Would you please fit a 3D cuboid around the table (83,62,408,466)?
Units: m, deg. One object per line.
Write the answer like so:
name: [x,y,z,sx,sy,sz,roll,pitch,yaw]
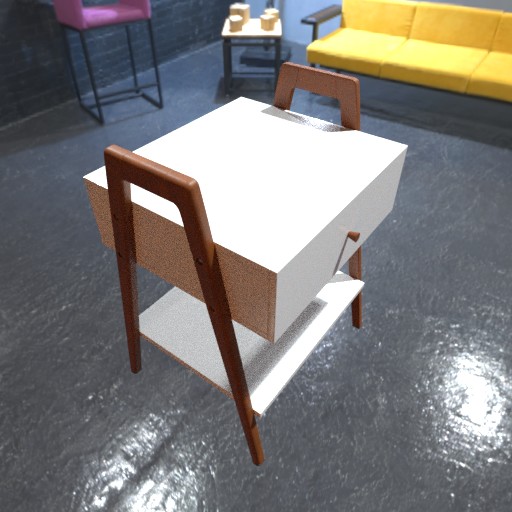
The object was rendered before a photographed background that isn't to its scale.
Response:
table: [0.000,0.000,0.896,0.405,0.610,0.457,26,47,27]
